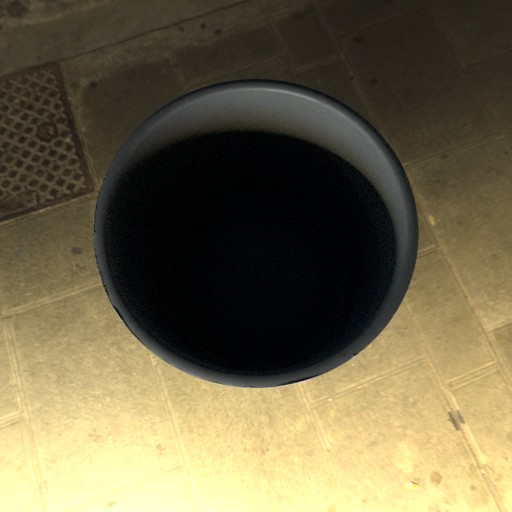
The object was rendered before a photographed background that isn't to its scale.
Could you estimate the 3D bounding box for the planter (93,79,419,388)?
[{"bbox_3d":[0.000,0.000,0.397,0.226,0.201,0.226,0,75,0],"label":"planter"}]
